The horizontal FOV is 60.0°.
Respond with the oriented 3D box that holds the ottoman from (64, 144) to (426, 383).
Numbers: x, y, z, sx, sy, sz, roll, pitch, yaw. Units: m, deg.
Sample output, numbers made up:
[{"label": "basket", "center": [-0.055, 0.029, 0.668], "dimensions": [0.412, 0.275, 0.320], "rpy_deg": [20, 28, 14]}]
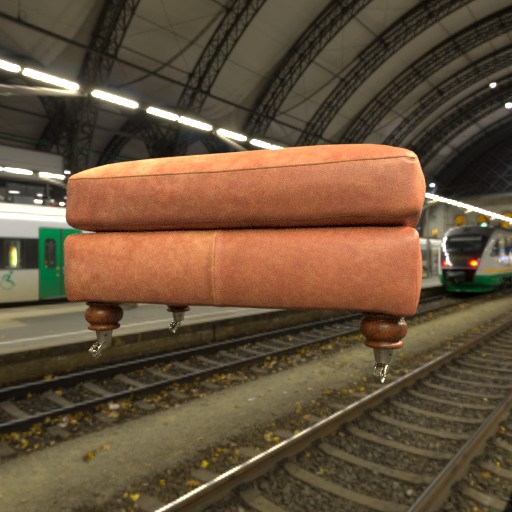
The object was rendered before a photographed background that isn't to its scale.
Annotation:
[{"label": "ottoman", "center": [0.000, 0.000, 1.204], "dimensions": [0.852, 0.507, 0.565], "rpy_deg": [0, 0, 19]}]
